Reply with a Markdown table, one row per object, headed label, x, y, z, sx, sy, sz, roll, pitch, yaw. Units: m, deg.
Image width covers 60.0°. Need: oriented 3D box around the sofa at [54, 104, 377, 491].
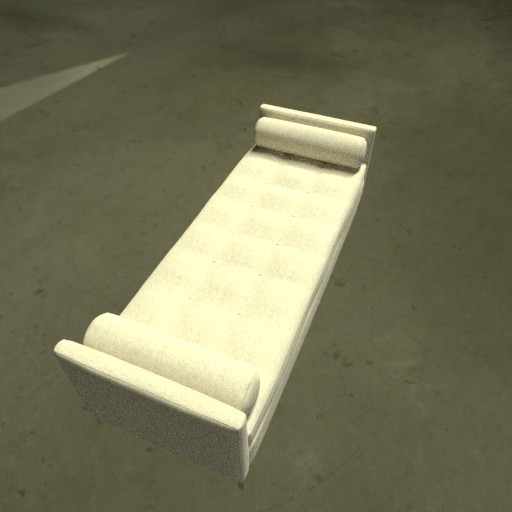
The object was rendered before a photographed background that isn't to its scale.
| label | x | y | z | sx | sy | sz | roll | pitch | yaw |
| --- | --- | --- | --- | --- | --- | --- | --- | --- | --- |
| sofa | 0.000 | 0.000 | 2.432 | 0.797 | 0.655 | 2.102 | 17 | 49 | 16 |
